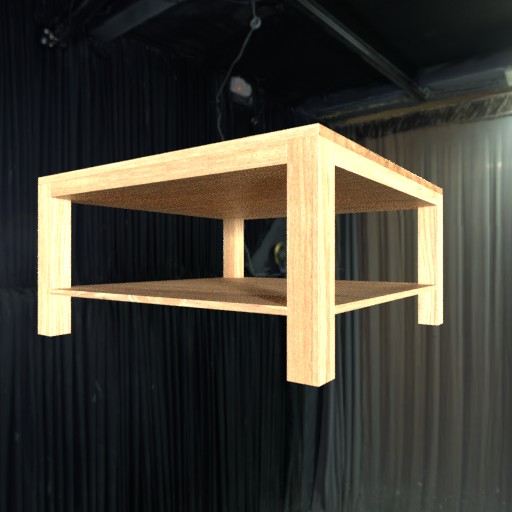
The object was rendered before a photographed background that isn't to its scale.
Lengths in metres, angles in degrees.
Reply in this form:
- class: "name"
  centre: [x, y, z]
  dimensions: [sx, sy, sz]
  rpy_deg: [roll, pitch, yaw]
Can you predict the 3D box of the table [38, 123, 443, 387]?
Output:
- class: "table"
  centre: [0.000, 0.000, 1.383]
  dimensions: [0.900, 0.450, 0.900]
  rpy_deg: [0, 0, 35]
